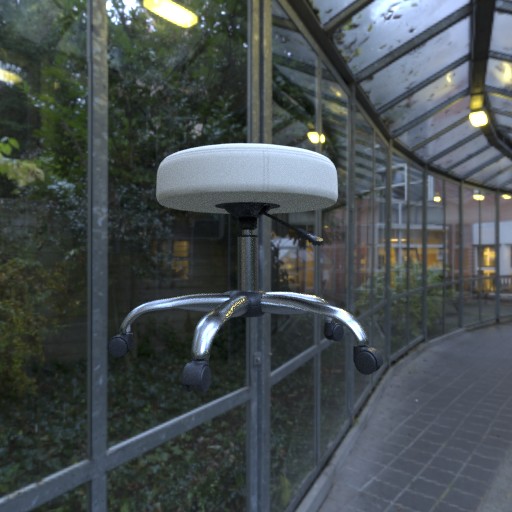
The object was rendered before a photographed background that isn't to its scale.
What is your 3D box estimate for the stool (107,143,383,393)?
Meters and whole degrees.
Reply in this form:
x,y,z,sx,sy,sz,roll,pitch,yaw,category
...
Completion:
x,y,z,sx,sy,sz,roll,pitch,yaw,category
0.000,0.000,1.096,0.614,0.482,0.634,0,0,-38,stool
